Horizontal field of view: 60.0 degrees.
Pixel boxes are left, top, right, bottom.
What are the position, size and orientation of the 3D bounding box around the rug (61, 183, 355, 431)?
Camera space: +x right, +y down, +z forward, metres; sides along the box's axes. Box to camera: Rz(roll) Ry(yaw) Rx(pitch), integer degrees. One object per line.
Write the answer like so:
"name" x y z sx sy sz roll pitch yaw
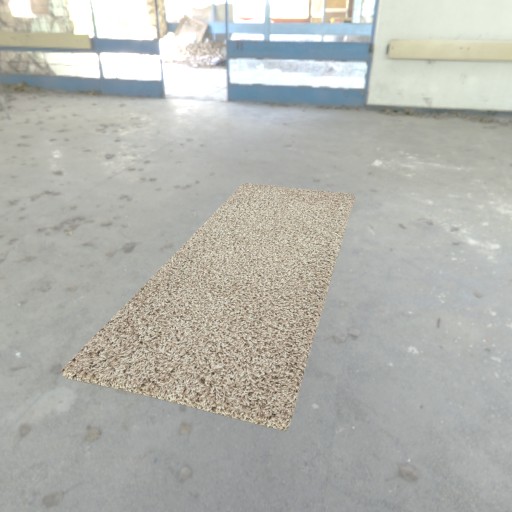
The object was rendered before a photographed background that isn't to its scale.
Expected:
"rug" 0.000 0.000 1.715 0.609 0.030 1.524 8 30 15
